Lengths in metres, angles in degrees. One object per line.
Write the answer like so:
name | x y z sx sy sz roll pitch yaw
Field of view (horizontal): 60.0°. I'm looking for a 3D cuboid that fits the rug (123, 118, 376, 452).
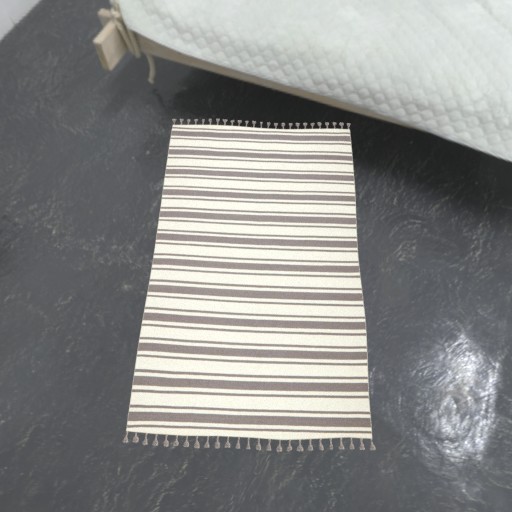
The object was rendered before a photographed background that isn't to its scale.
rug | 0.000 0.000 2.603 1.229 0.011 2.096 2 64 1
